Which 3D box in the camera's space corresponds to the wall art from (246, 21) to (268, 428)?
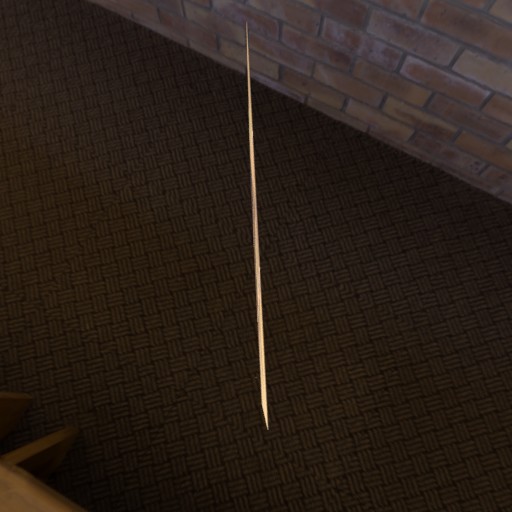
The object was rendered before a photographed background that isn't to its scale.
[{"bbox_3d":[0.000,0.000,2.283,0.002,1.505,1.517,-3,75,-1],"label":"wall art"}]
